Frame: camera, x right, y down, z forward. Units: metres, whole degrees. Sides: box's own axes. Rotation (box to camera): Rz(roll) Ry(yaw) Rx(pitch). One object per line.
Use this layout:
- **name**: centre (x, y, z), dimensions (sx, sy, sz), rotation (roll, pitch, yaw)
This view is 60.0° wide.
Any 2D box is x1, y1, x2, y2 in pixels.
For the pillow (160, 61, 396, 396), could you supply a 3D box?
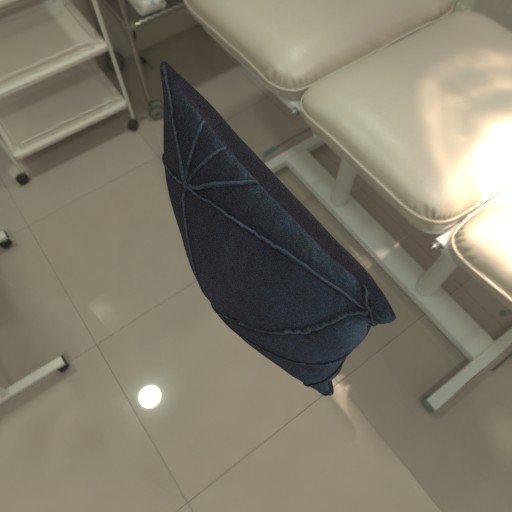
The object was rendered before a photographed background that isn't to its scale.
- **pillow**: centre (0.000, 0.000, 0.685), dimensions (0.183, 0.440, 0.439), rotation (-33, 68, -16)
